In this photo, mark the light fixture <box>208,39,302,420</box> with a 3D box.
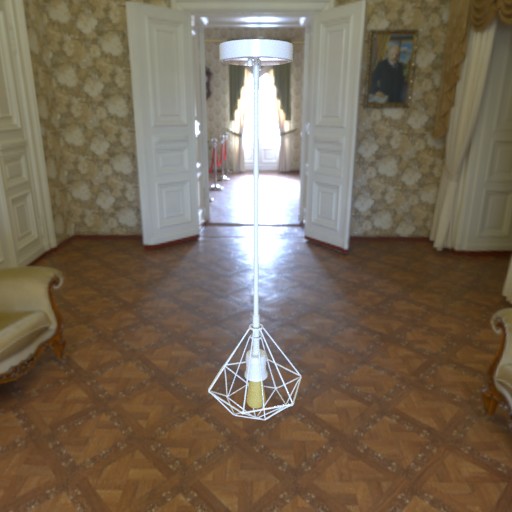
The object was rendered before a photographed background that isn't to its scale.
[{"bbox_3d":[0.000,0.000,2.037,0.487,1.764,0.431,16,24,42],"label":"light fixture"}]
